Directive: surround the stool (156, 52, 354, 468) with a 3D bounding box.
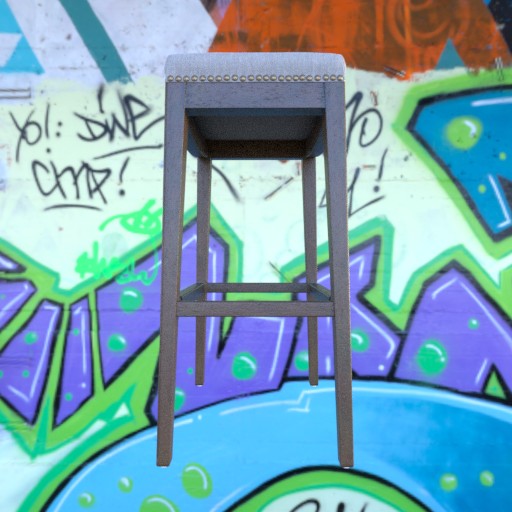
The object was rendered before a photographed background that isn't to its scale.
[{"bbox_3d":[0.000,0.000,1.045,0.356,0.762,0.508,0,1,0],"label":"stool"}]
